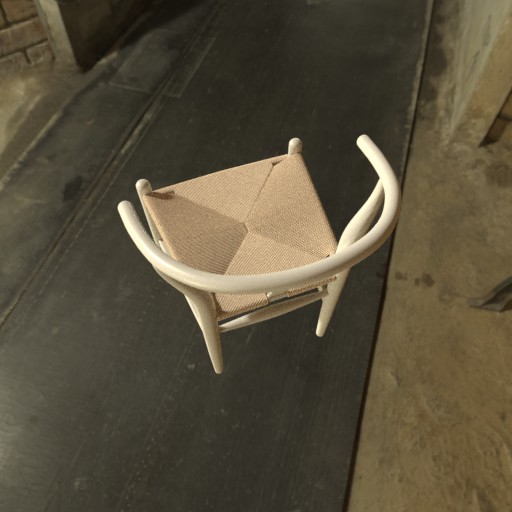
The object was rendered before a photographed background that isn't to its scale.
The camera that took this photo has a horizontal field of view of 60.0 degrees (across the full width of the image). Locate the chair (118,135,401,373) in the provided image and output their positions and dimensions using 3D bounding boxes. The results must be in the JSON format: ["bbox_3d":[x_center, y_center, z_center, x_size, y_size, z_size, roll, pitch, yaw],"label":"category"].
[{"bbox_3d":[0.000,0.000,1.169,0.569,0.730,0.579,-18,59,-11],"label":"chair"}]
